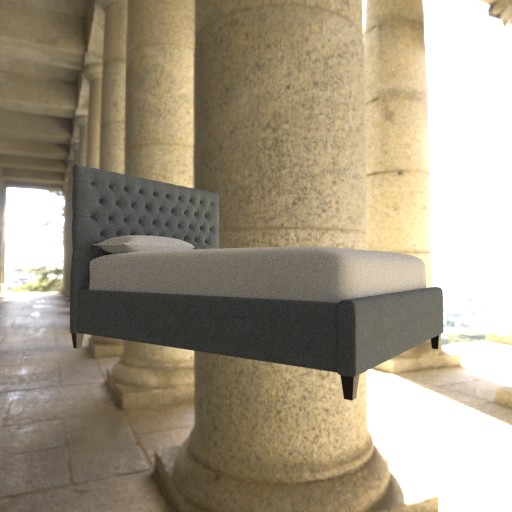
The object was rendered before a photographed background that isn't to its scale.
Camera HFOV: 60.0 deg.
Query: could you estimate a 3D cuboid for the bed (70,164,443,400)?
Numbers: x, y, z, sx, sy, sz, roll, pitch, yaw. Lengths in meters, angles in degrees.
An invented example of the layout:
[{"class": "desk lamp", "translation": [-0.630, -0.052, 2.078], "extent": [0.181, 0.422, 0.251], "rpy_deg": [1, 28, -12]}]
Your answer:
[{"class": "bed", "translation": [0.000, 0.000, 3.408], "extent": [2.335, 1.411, 1.698], "rpy_deg": [-1, -2, 36]}]
